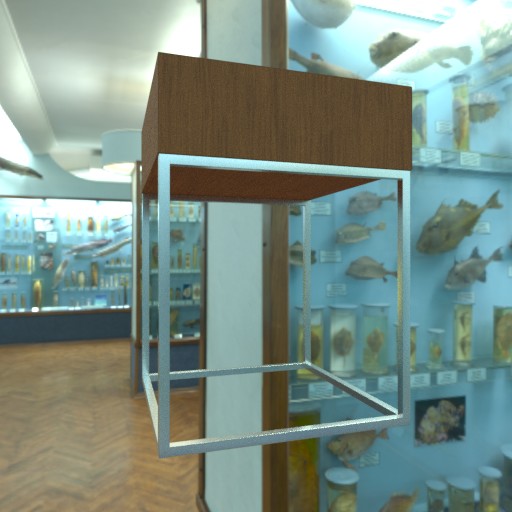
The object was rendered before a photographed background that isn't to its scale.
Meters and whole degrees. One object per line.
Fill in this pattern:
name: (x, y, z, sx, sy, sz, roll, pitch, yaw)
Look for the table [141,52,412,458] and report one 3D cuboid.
table: (0.000, 0.000, 0.836, 0.398, 0.540, 0.397, 0, 0, -18)
